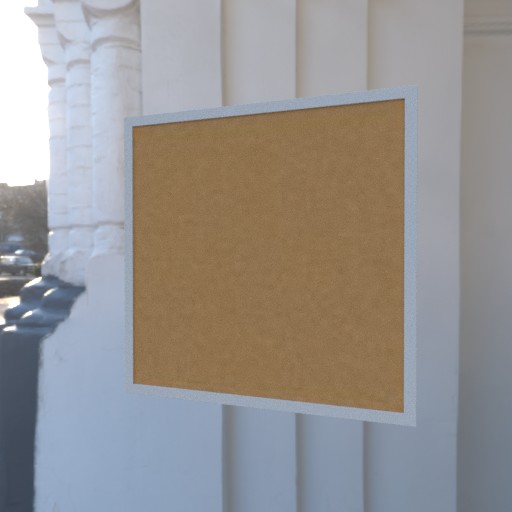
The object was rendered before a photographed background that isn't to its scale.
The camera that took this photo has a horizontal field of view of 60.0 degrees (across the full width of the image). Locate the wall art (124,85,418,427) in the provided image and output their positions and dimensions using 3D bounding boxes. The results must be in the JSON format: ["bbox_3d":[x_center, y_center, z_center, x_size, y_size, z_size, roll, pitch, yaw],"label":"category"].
[{"bbox_3d":[0.000,0.000,0.670,0.457,0.457,0.012,0,1,18],"label":"wall art"}]
